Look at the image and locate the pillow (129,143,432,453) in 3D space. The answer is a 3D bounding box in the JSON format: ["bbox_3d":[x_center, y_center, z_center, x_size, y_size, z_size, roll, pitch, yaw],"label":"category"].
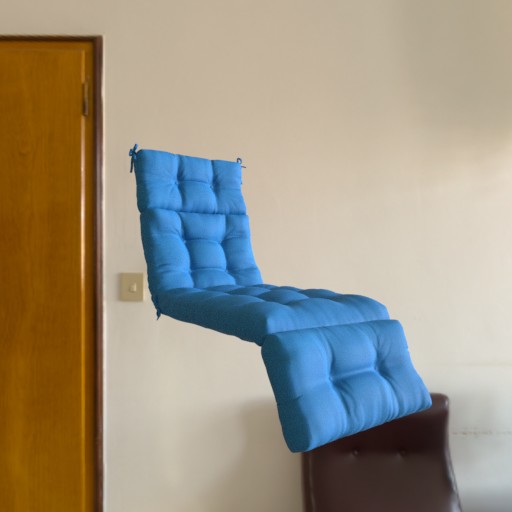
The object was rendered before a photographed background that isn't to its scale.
[{"bbox_3d":[0.000,0.000,1.473,0.526,0.863,1.016,0,0,-36],"label":"pillow"}]
